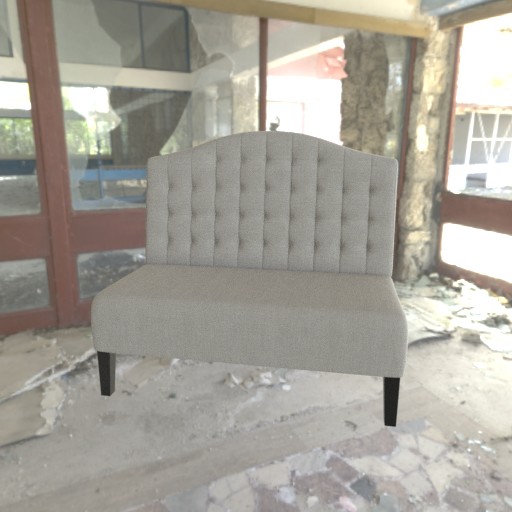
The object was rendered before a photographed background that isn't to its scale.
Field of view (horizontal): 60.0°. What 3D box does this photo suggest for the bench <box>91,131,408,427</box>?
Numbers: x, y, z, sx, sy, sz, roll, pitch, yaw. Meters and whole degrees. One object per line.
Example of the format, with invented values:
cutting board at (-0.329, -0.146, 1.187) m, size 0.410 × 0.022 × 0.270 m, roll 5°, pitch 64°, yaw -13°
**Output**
bench at (0.000, 0.000, 2.134) m, size 1.335 × 1.180 × 0.815 m, roll 3°, pitch 14°, yaw 10°
